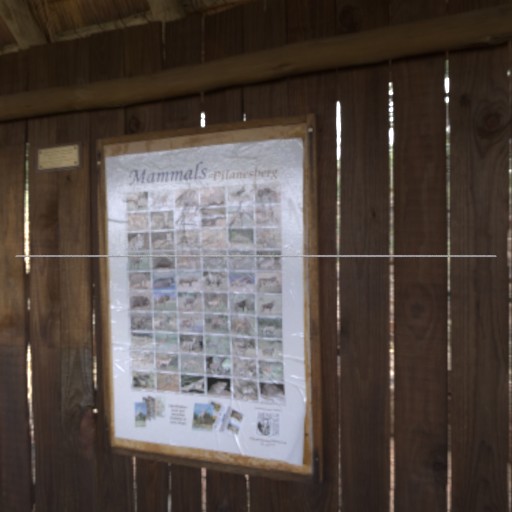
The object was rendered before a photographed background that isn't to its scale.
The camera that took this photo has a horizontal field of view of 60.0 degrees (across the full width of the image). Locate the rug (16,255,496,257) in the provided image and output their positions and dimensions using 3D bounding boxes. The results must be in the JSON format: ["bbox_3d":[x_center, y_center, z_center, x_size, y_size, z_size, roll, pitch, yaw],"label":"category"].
[{"bbox_3d":[0.000,0.000,2.993,2.438,0.008,1.523,0,0,0],"label":"rug"}]
